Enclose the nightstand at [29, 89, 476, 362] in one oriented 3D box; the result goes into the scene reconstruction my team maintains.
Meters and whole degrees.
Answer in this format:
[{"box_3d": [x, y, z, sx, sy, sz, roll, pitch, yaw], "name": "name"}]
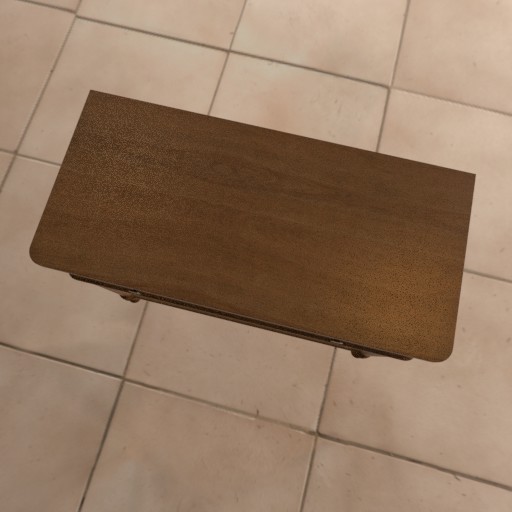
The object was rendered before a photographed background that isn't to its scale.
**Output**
[{"box_3d": [0.000, 0.000, 1.311, 0.914, 0.700, 0.432, 13, 76, 3], "name": "nightstand"}]
